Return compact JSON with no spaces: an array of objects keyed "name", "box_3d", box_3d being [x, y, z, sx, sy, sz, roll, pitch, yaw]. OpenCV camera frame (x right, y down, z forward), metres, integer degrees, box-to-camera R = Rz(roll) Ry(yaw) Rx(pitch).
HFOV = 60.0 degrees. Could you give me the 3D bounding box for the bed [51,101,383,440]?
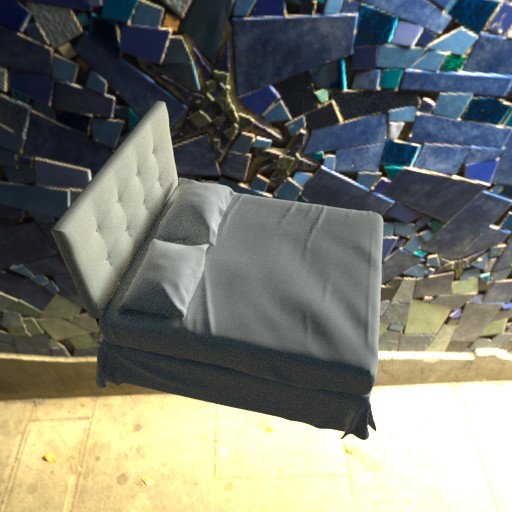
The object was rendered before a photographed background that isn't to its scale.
[{"name":"bed","box_3d":[0.000,0.000,3.476,2.222,1.577,1.936,9,46,9]}]
